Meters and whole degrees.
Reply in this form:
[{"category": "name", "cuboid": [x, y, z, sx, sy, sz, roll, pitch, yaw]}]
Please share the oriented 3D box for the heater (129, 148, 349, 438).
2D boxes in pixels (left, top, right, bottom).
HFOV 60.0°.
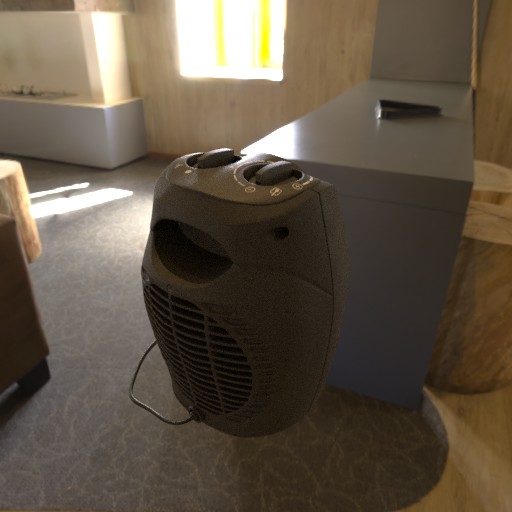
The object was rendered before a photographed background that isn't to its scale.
[{"category": "heater", "cuboid": [0.000, 0.000, 0.464, 0.239, 0.240, 0.291, 21, 35, 33]}]
